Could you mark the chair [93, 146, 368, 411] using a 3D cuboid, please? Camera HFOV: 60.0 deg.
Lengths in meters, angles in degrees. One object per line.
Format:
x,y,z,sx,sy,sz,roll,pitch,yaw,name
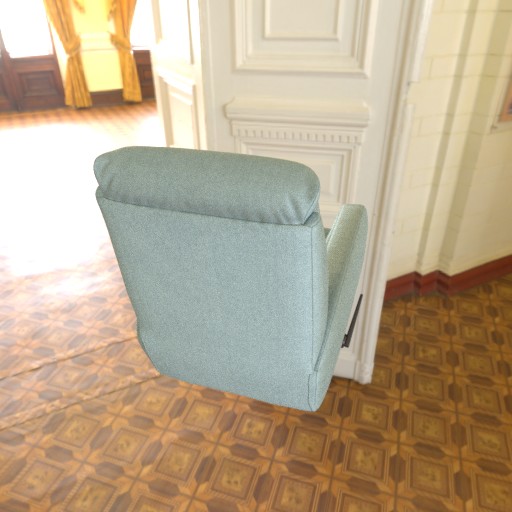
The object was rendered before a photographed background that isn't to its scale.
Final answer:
0.000,0.000,1.676,0.812,1.013,0.940,9,32,15,chair
